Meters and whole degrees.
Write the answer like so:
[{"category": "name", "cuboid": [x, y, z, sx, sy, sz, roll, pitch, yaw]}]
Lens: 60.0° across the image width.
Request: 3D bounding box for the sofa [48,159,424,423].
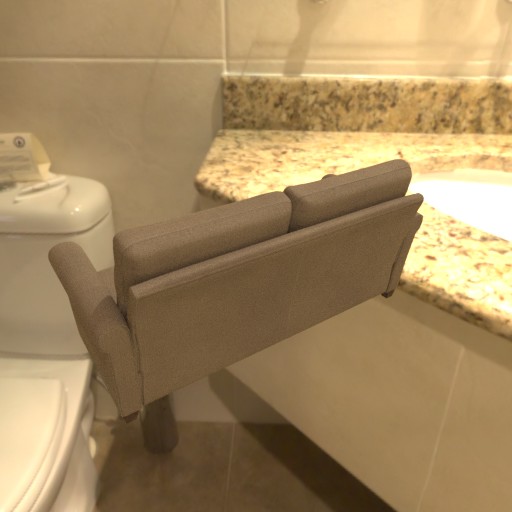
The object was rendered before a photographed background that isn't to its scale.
[{"category": "sofa", "cuboid": [0.000, 0.000, 2.429, 1.935, 0.942, 0.842, -19, 35, -29]}]
